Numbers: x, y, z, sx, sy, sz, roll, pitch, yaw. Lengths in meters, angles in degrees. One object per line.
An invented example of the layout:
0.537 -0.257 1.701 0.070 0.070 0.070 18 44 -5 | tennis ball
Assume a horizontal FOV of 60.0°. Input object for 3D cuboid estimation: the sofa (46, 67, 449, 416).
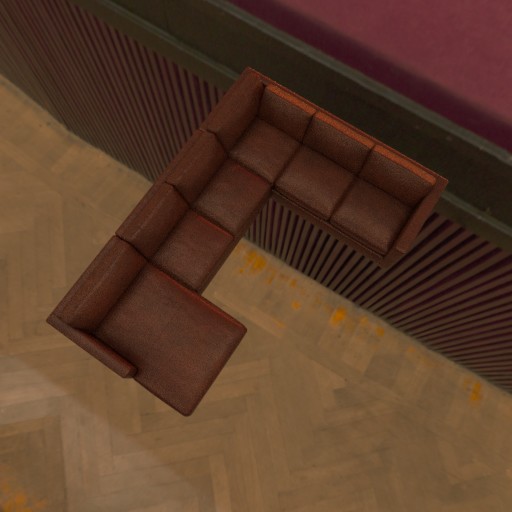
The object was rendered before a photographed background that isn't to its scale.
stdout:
0.000 0.000 4.530 2.452 0.891 3.324 33 77 9 | sofa
